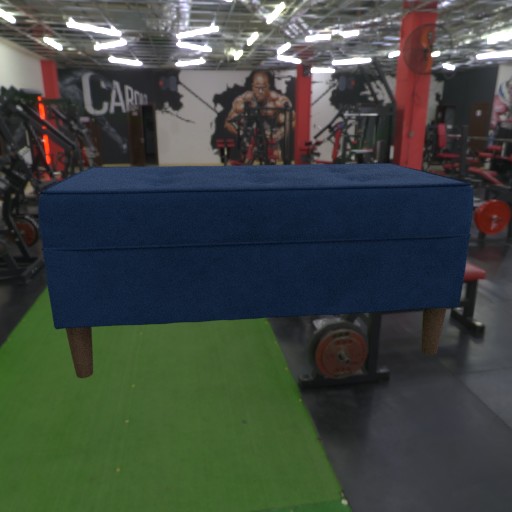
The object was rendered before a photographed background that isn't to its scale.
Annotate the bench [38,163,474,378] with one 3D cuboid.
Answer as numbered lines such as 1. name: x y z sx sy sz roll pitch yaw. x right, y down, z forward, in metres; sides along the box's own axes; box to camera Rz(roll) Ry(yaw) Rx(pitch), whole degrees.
1. bench: 0.000 0.000 1.273 1.010 0.467 0.489 -2 18 -7
